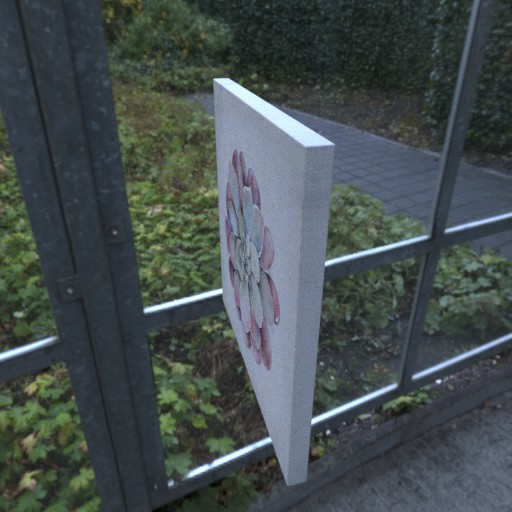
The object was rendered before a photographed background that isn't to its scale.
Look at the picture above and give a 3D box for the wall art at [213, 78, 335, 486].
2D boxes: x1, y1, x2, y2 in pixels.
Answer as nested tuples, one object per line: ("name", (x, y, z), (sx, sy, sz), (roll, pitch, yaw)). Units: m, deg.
("wall art", (0.000, 0.000, 0.902), (0.044, 0.605, 0.605), (-7, 29, -13))
